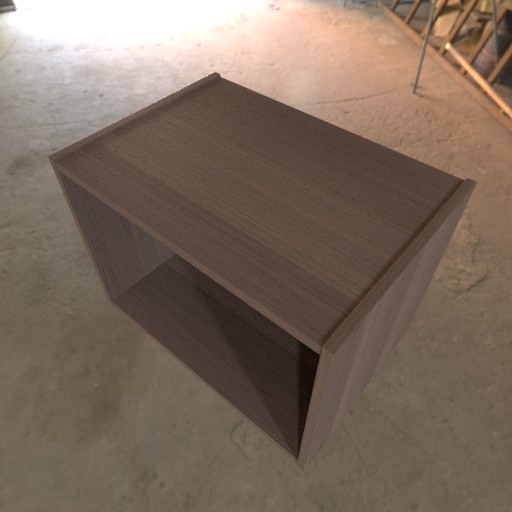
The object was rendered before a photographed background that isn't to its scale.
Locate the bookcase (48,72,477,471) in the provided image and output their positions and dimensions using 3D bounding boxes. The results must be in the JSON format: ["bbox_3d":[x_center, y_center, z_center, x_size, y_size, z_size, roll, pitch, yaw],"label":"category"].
[{"bbox_3d":[0.000,0.000,0.633,0.415,0.305,0.290,32,56,26],"label":"bookcase"}]
